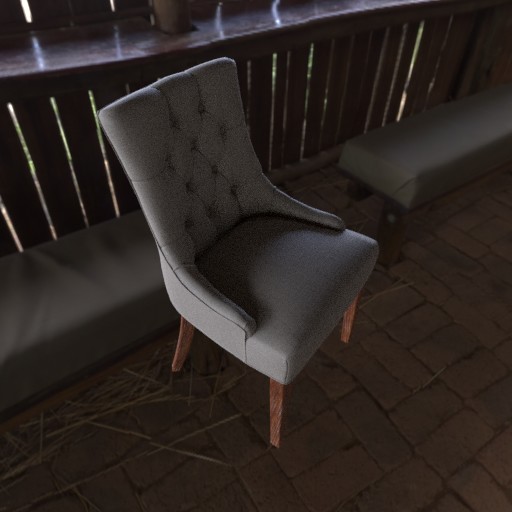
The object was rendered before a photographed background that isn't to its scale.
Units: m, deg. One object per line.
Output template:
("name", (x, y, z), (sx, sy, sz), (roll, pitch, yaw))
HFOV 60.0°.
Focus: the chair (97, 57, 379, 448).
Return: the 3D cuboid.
("chair", (0.000, 0.000, 1.225), (0.565, 0.874, 0.509), (24, 47, 25))
